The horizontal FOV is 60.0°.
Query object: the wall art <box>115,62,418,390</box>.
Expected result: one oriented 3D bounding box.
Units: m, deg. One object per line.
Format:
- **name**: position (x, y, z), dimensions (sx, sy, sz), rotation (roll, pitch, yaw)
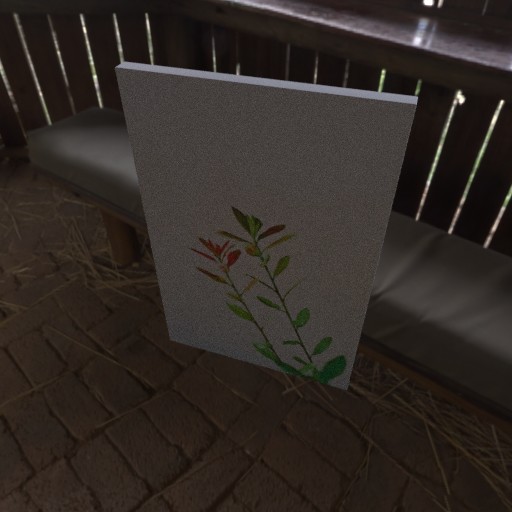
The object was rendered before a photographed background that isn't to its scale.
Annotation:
- **wall art**: position (0.000, 0.000, 1.173), dimensions (0.612, 0.915, 0.039), rotation (12, 43, 14)
